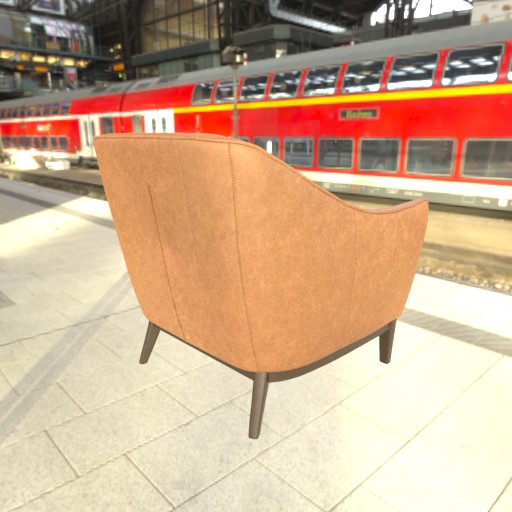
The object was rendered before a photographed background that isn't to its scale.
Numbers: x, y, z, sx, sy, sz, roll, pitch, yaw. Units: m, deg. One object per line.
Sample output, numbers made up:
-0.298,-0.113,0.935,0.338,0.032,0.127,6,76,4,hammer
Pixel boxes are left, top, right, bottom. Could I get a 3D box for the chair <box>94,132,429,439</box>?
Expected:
0.000,0.000,1.546,0.852,0.830,0.871,-15,21,-43,chair
